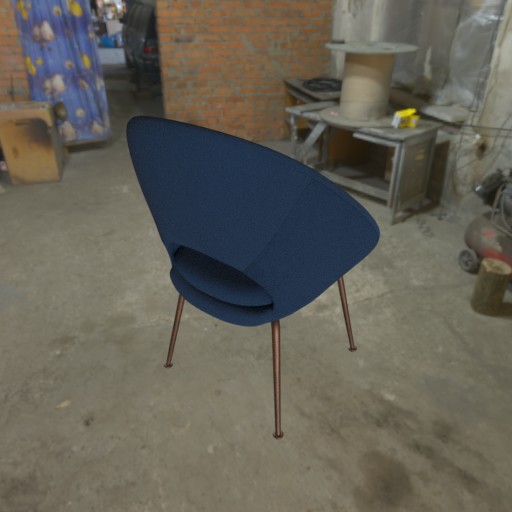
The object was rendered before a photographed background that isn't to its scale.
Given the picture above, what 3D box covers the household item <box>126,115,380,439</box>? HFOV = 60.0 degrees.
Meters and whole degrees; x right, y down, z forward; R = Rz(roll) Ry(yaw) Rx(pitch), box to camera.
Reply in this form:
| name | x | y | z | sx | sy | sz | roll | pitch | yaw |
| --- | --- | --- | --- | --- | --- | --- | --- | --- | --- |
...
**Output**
| name | x | y | z | sx | sy | sz | roll | pitch | yaw |
| --- | --- | --- | --- | --- | --- | --- | --- | --- | --- |
| household item | 0.000 | 0.000 | 1.262 | 0.623 | 0.852 | 0.573 | 21 | 36 | 32 |
